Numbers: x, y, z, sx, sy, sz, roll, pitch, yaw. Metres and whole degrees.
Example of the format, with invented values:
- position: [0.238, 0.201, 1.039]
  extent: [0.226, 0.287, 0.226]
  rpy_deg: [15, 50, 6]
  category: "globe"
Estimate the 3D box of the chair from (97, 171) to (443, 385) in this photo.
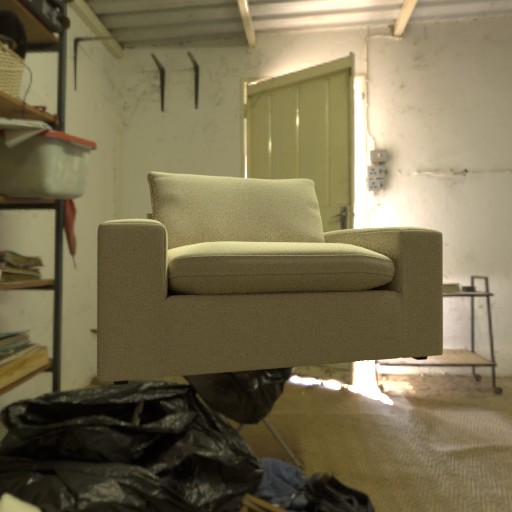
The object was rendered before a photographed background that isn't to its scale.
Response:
- position: [0.000, 0.000, 2.111]
  extent: [1.398, 0.915, 1.039]
  rpy_deg: [0, -1, -18]
  category: "chair"
